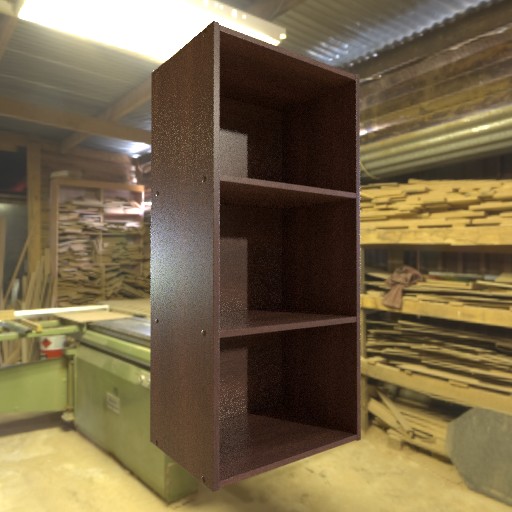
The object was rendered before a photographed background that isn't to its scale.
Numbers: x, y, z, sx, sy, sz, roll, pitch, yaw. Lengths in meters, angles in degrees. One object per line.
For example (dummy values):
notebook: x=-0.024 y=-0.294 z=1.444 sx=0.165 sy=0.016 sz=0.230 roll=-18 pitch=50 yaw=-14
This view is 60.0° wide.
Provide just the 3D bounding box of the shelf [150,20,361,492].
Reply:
shelf: x=0.000 y=0.000 z=1.063 sx=0.414 sy=0.879 sz=0.290 roll=1 pitch=-1 yaw=-36
